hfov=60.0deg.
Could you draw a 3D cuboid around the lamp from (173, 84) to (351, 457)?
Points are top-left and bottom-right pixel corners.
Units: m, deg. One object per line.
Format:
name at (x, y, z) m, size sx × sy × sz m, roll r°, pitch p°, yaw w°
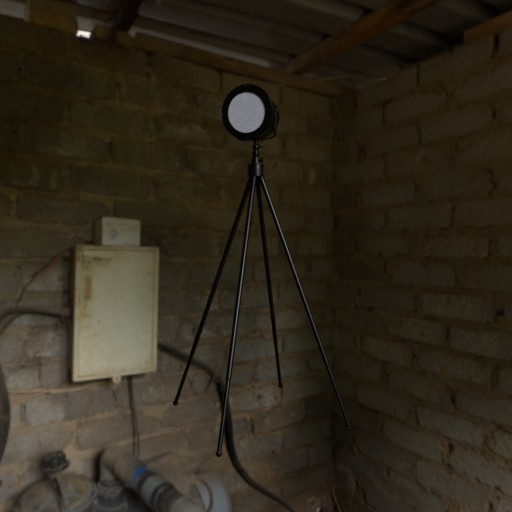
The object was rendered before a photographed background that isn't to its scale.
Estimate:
lamp at (0.000, 0.000, 2.065) m, size 0.879 × 1.504 × 0.884 m, roll 0°, pitch 1°, yaw 19°
